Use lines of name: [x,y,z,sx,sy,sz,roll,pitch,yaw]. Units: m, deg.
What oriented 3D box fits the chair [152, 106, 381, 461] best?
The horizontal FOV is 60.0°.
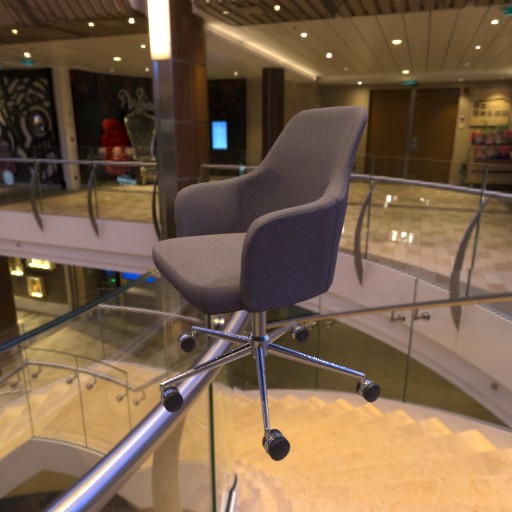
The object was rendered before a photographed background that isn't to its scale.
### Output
chair: [0.000,0.000,1.264,0.600,0.820,0.655,-8,18,-25]
